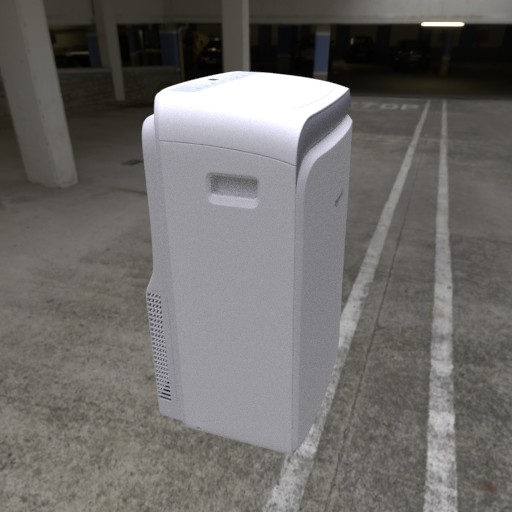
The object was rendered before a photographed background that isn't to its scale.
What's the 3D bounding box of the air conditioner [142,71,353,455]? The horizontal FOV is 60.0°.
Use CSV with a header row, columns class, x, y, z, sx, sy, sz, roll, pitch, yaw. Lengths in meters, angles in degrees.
class,x,y,z,sx,sy,sz,roll,pitch,yaw
air conditioner,0.000,0.000,0.950,0.365,0.700,0.454,10,30,18
